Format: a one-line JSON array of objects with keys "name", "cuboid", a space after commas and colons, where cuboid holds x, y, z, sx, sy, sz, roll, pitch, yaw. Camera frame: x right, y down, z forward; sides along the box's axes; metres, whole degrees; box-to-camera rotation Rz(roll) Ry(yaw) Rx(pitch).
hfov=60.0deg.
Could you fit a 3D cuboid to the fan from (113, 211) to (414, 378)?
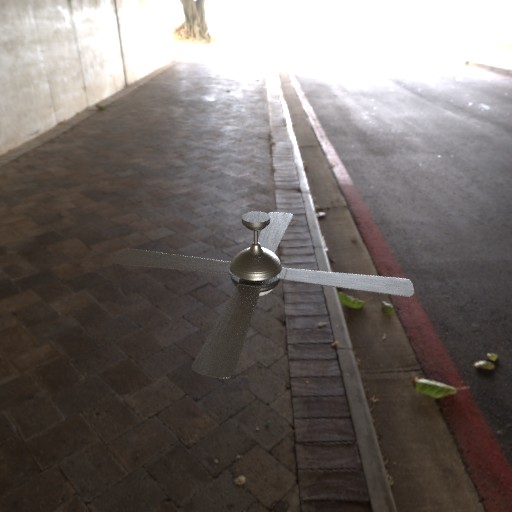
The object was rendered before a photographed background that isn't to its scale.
[{"name": "fan", "cuboid": [0.000, 0.000, 1.992, 1.321, 0.381, 1.321, 17, 33, 29]}]
